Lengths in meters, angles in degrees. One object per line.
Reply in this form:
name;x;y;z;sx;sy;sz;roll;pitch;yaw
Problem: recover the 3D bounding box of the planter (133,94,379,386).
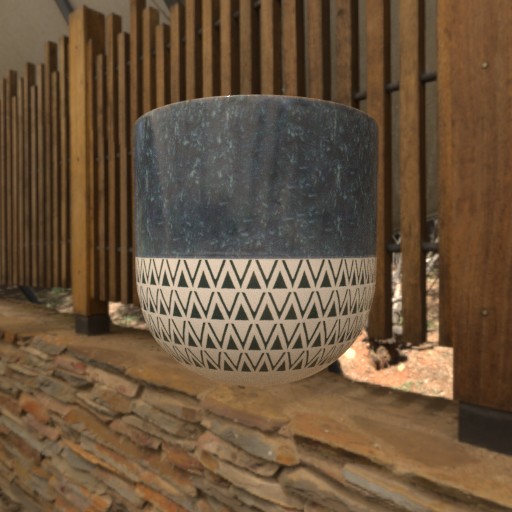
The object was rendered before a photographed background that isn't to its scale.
planter;0.000;0.000;0.498;0.266;0.270;0.266;0;1;0
